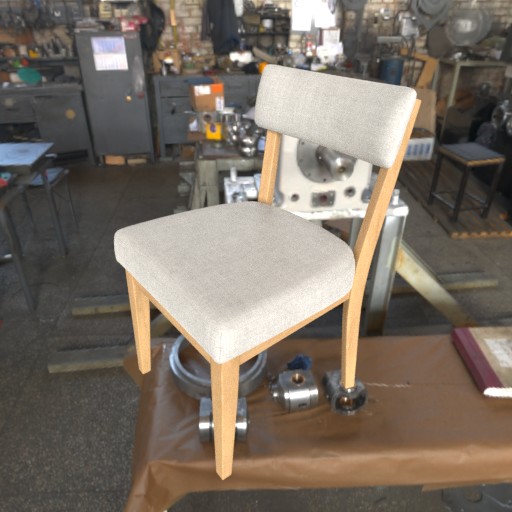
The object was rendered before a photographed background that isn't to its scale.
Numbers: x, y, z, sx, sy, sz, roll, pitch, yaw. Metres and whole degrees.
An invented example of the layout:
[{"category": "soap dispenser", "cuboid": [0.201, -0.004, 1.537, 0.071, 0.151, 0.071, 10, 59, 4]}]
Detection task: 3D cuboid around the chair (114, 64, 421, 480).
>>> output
[{"category": "chair", "cuboid": [0.000, 0.000, 1.138, 0.572, 0.832, 0.508, -21, 37, -32]}]
